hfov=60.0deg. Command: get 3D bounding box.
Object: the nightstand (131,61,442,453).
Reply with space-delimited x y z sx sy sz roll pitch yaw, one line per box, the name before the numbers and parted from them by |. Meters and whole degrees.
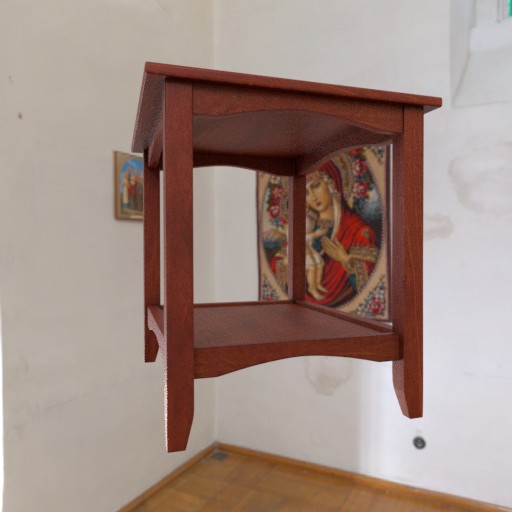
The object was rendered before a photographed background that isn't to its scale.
nightstand | 0.000 0.000 0.963 0.501 0.558 0.558 0 1 -18
